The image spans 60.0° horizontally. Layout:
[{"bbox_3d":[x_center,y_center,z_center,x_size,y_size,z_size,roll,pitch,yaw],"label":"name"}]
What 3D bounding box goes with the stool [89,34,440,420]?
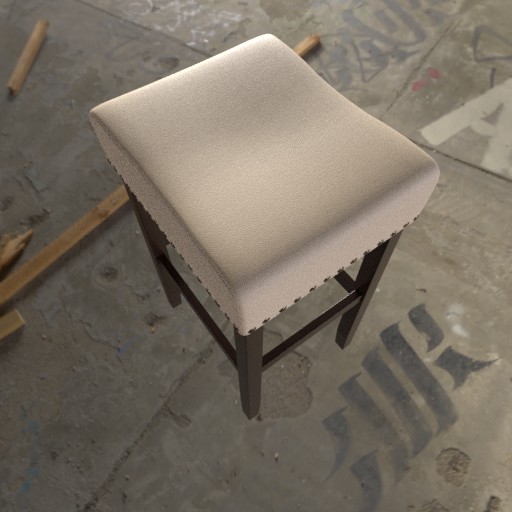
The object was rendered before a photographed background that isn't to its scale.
[{"bbox_3d":[0.000,0.000,1.045,0.401,0.762,0.471,-32,63,-18],"label":"stool"}]
